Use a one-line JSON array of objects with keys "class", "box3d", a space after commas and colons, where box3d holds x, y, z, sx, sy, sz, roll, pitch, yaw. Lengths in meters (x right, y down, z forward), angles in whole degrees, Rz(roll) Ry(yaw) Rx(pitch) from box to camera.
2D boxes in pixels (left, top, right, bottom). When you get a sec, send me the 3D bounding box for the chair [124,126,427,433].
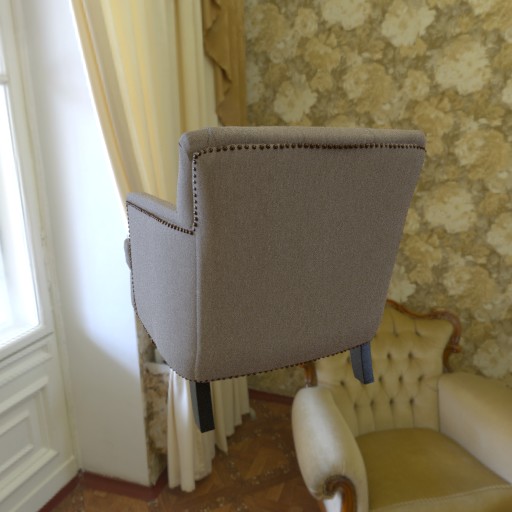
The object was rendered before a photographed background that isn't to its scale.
[{"class": "chair", "box3d": [0.000, 0.000, 1.511, 0.737, 0.823, 0.902, -7, 16, -25]}]
